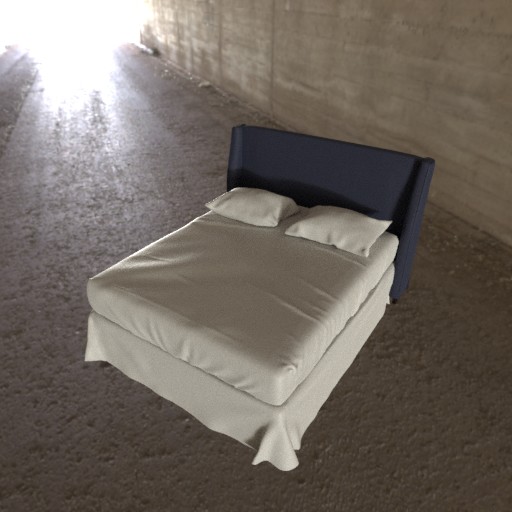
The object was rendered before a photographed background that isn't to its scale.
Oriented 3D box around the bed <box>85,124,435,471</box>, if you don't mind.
[{"bbox_3d":[0.000,0.000,3.471,1.925,1.332,2.276,19,36,28],"label":"bed"}]
